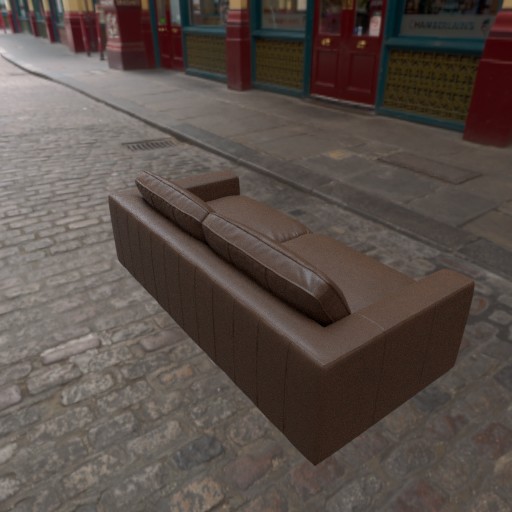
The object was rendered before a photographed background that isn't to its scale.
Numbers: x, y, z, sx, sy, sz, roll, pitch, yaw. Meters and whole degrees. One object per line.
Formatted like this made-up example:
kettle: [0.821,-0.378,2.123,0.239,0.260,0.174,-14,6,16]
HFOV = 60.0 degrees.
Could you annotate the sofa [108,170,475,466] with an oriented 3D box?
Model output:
sofa: [0.000,0.000,2.764,1.070,0.801,2.262,-19,34,-31]
